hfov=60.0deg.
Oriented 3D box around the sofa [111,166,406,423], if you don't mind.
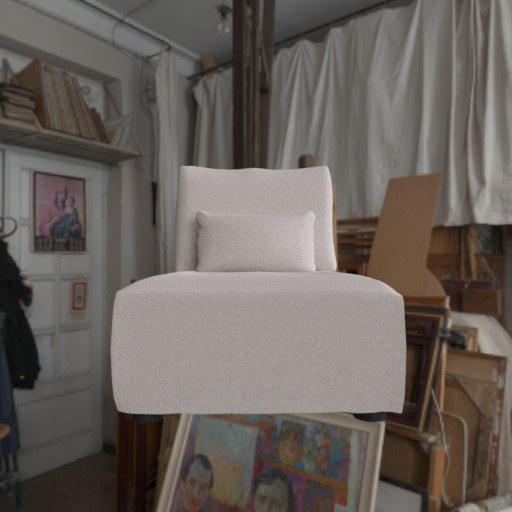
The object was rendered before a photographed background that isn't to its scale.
[{"bbox_3d":[0.000,0.000,1.549,0.700,0.820,1.000,0,-1,-1],"label":"sofa"}]
